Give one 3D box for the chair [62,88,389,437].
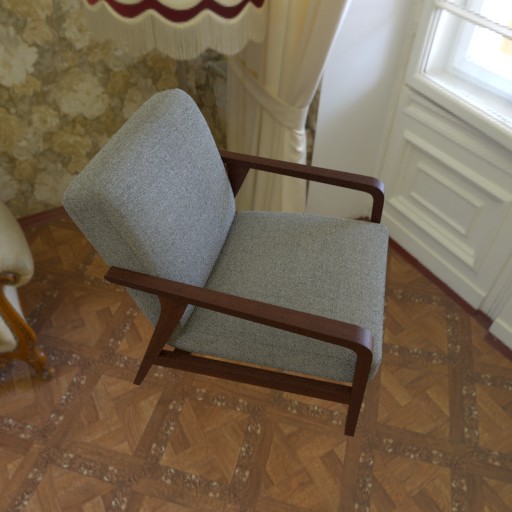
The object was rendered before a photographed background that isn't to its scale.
[{"bbox_3d":[0.000,0.000,1.462,0.858,0.847,0.704,10,46,10],"label":"chair"}]
